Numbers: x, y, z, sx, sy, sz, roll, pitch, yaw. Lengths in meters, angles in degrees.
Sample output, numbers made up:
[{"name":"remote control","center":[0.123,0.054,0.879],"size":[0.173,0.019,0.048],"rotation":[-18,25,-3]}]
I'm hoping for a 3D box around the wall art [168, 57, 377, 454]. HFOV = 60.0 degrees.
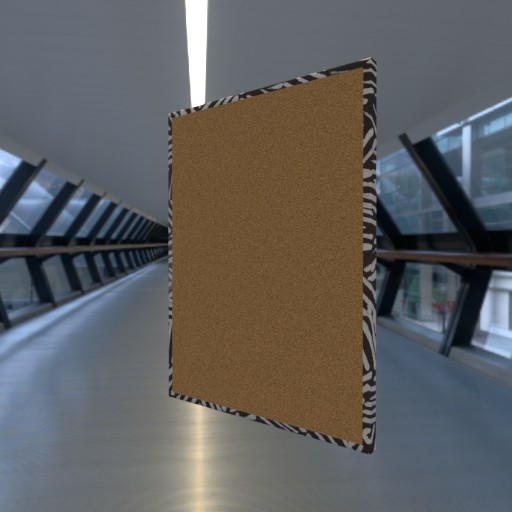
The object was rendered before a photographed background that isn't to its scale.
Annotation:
[{"name":"wall art","center":[0.000,0.000,1.376],"size":[0.765,1.017,0.038],"rotation":[0,1,37]}]
